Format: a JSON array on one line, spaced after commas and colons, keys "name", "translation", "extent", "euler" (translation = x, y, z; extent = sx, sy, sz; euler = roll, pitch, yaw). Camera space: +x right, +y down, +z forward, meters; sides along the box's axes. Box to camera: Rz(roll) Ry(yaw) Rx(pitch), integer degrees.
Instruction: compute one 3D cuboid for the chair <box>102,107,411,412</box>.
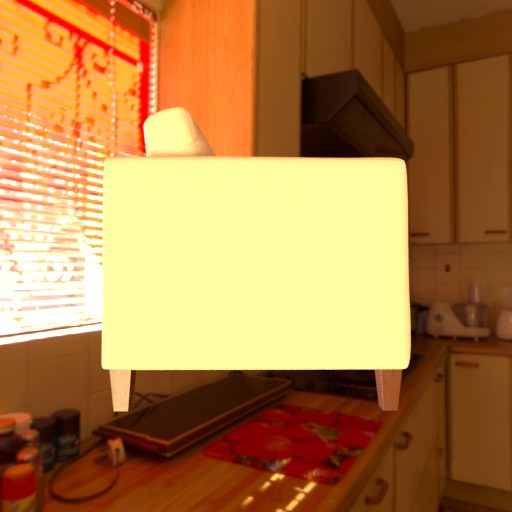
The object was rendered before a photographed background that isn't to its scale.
[{"name": "chair", "translation": [0.000, 0.000, 1.697], "extent": [0.878, 0.885, 1.019], "euler": [0, -1, -1]}]
